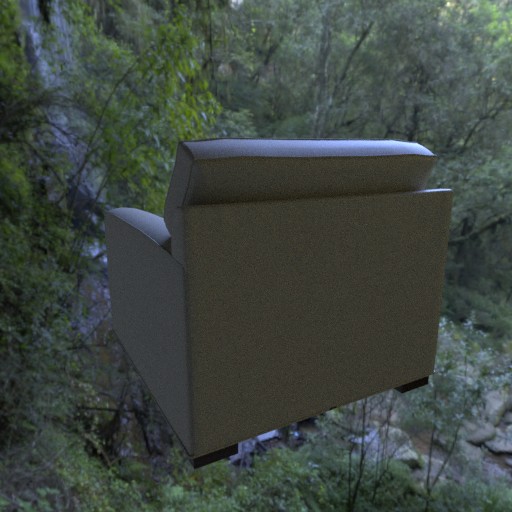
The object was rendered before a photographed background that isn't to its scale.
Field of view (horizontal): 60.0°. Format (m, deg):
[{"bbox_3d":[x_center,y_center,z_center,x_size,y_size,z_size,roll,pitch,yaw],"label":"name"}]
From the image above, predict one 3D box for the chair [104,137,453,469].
[{"bbox_3d":[0.000,0.000,1.796,0.998,0.913,1.043,-8,16,-28],"label":"chair"}]
